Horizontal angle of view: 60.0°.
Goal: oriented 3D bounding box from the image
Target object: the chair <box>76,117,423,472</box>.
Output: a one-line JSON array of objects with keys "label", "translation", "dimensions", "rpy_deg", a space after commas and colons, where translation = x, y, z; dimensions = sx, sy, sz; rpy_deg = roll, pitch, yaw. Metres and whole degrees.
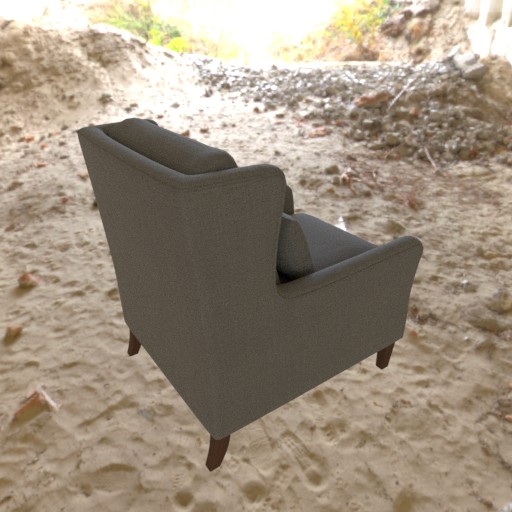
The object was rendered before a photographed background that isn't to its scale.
[{"label": "chair", "translation": [0.000, 0.000, 1.775], "dimensions": [1.040, 1.056, 0.866], "rpy_deg": [-18, 33, -31]}]
